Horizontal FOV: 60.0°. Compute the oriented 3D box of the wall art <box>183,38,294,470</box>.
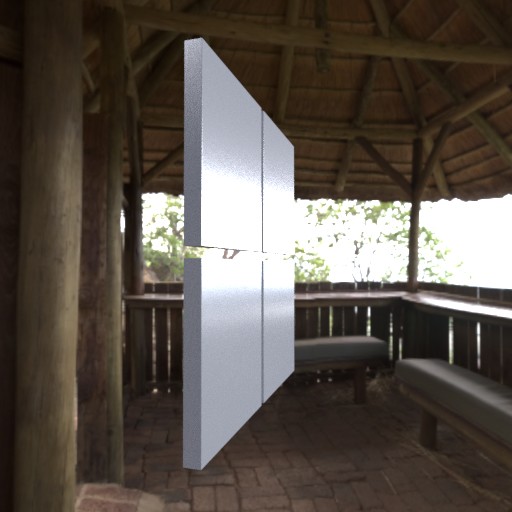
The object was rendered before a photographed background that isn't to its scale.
[{"bbox_3d":[0.000,0.000,0.922,0.029,0.611,0.611,0,-1,17],"label":"wall art"}]
